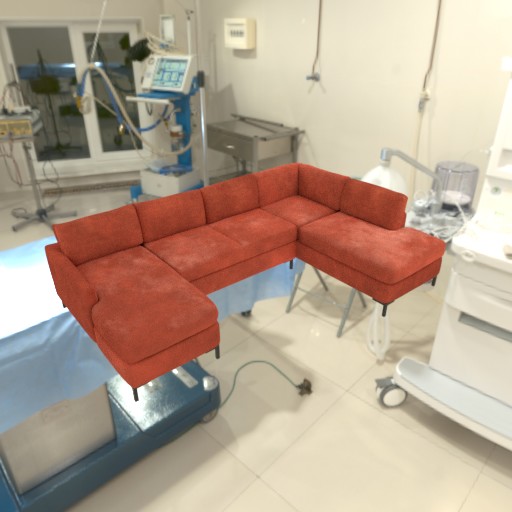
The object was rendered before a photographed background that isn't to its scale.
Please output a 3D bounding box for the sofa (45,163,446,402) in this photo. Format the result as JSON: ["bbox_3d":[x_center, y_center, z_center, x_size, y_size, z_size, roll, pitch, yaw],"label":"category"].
[{"bbox_3d":[0.000,0.000,3.910,2.971,0.858,1.981,-21,35,-34],"label":"sofa"}]
